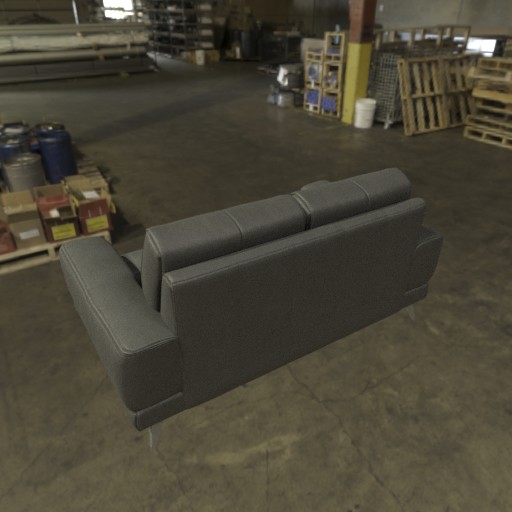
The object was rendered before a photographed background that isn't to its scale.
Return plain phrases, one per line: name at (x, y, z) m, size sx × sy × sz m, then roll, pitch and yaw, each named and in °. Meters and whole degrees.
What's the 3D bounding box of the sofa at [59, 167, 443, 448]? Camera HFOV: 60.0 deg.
sofa at (0.000, 0.000, 2.355) m, size 1.806 × 0.907 × 1.018 m, roll -18°, pitch 34°, yaw -28°
